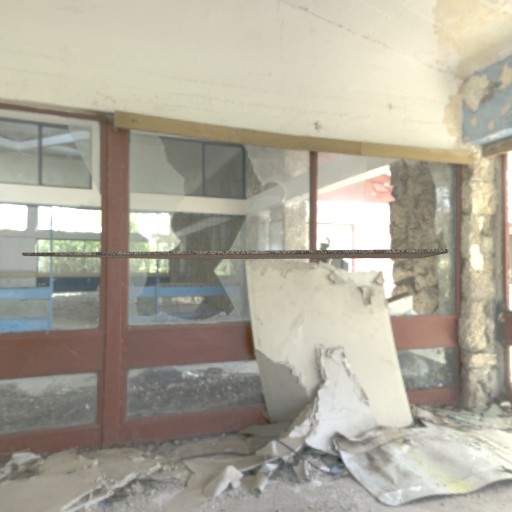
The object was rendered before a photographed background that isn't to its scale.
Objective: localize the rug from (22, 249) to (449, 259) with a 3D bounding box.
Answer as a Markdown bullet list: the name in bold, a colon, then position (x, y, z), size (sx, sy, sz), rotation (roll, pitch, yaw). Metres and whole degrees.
- **rug**: position (0.000, 0.000, 4.077), size (3.000, 0.025, 2.401), rotation (0, -1, 17)
